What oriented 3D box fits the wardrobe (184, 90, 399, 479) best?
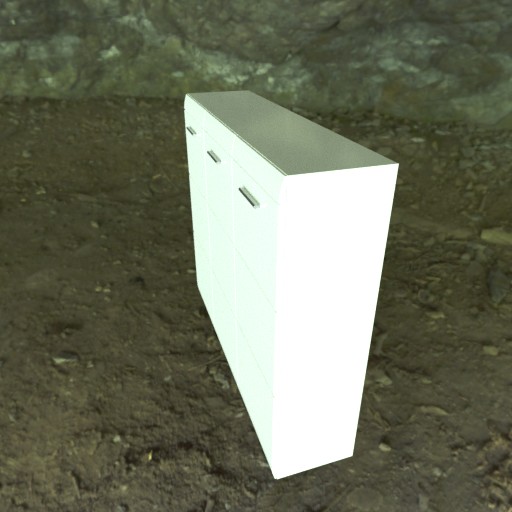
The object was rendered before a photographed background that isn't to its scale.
[{"bbox_3d":[0.000,0.000,1.982,0.360,1.200,1.340,-9,30,-16],"label":"wardrobe"}]
